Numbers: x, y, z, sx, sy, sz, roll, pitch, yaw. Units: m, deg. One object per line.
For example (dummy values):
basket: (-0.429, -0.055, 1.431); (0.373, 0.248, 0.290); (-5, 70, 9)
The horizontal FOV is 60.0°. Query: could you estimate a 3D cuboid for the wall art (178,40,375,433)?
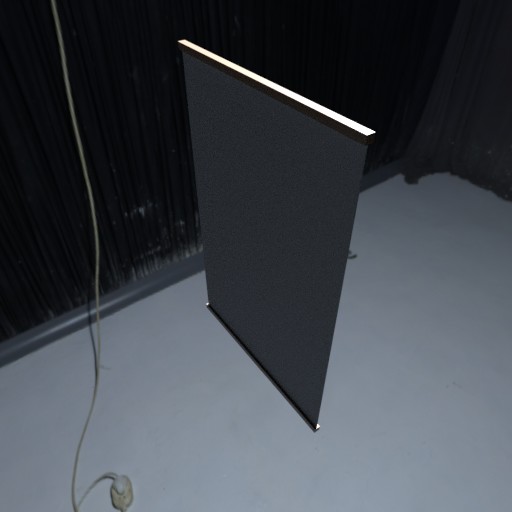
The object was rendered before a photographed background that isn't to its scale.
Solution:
wall art: (0.000, 0.000, 1.918); (0.030, 1.519, 0.990); (-25, 47, -26)
